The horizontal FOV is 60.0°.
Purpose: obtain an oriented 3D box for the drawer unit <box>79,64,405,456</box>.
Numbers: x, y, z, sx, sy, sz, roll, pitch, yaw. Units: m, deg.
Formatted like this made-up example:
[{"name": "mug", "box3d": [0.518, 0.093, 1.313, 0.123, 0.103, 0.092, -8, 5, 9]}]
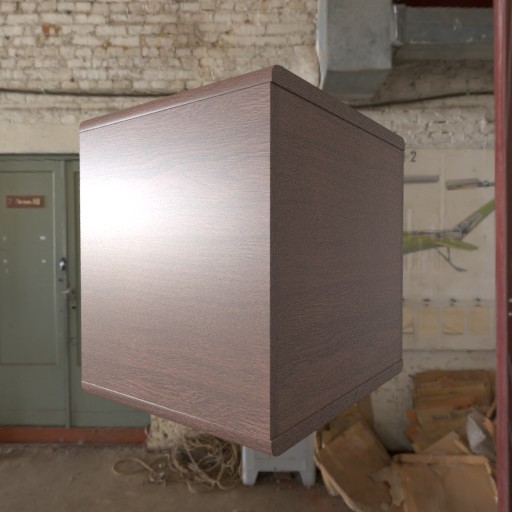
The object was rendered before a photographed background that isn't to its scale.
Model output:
[{"name": "drawer unit", "box3d": [0.000, 0.000, 0.602, 0.290, 0.344, 0.344, 1, 2, 37]}]
